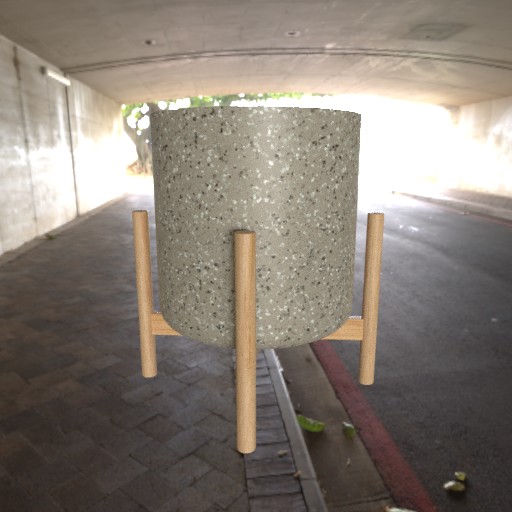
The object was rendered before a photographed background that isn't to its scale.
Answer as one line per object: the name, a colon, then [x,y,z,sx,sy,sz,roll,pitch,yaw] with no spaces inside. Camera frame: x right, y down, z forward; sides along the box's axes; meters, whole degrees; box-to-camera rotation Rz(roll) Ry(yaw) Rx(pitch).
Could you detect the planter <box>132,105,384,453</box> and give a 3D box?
planter: [0.000,0.000,0.696,0.360,0.419,0.360,6,14,26]
